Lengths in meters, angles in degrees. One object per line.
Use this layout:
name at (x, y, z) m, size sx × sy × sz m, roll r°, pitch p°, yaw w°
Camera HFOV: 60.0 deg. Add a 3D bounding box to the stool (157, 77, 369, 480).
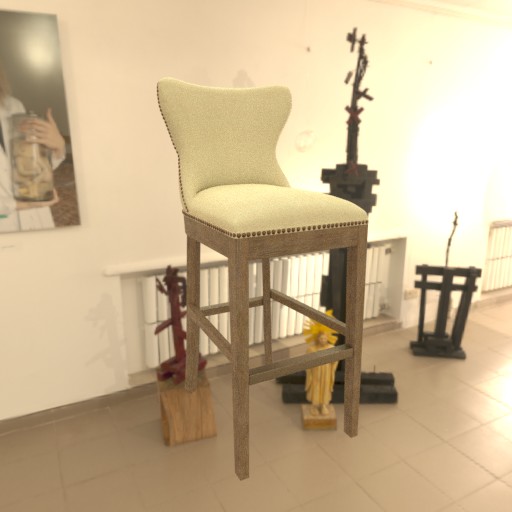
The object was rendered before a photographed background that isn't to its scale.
stool at (0.000, 0.000, 1.460) m, size 0.494 × 1.123 × 0.606 m, roll -8°, pitch 16°, yaw -27°
